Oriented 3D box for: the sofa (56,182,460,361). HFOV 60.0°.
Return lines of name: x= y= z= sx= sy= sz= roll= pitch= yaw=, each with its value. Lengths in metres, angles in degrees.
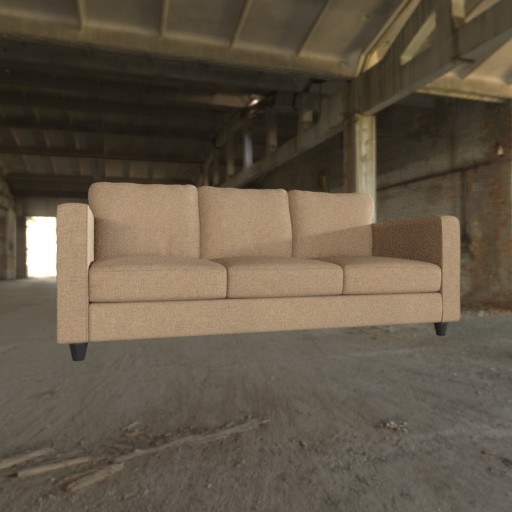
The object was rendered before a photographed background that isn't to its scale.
sofa: x=0.000 y=0.000 z=2.353 sx=1.855 sy=0.800 sz=0.930 roll=0 pitch=0 yaw=-18
